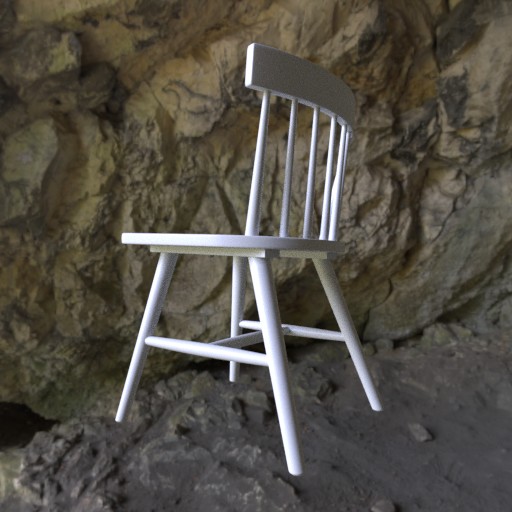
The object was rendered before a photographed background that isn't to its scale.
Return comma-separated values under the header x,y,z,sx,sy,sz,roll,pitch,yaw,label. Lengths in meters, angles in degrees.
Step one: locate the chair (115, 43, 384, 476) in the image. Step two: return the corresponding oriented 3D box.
x,y,z,sx,sy,sz,roll,pitch,yaw,label
0.000,0.000,1.101,0.500,0.787,0.483,-1,-1,35,chair
